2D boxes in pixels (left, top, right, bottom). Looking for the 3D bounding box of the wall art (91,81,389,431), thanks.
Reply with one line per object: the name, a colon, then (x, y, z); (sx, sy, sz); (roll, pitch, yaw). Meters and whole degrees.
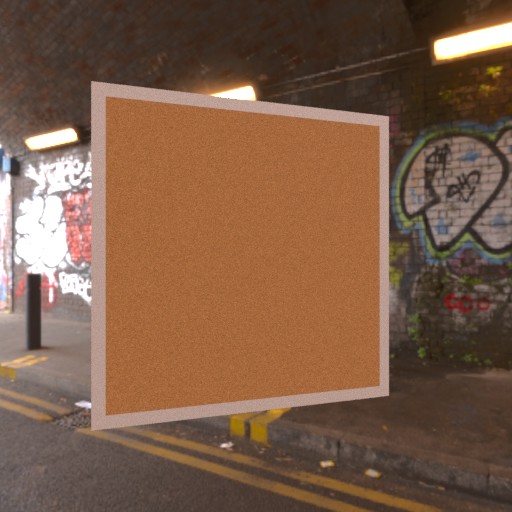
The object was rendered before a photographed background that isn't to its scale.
wall art: (0.000, 0.000, 1.166); (0.812, 0.813, 0.013); (0, 0, -19)
